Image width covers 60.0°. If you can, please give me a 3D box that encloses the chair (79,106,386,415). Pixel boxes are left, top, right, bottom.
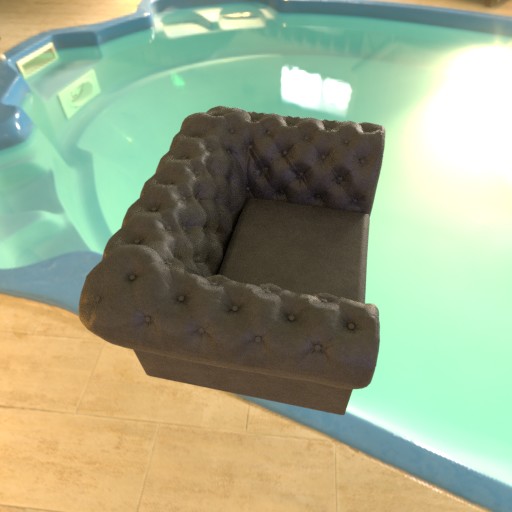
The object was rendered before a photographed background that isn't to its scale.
[{"bbox_3d":[0.000,0.000,1.902,0.943,0.780,1.298,9,47,8],"label":"chair"}]
